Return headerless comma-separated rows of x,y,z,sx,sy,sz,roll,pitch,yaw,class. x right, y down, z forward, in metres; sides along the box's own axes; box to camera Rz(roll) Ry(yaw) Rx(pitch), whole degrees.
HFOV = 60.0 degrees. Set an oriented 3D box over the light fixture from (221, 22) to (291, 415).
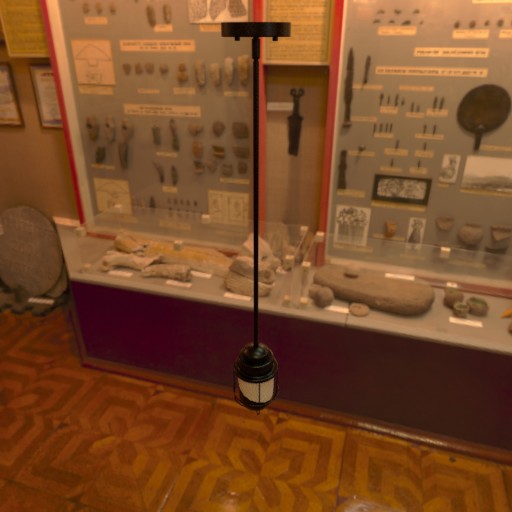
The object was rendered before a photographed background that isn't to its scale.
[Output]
0.000,0.000,0.987,0.123,0.920,0.123,9,28,17,light fixture
